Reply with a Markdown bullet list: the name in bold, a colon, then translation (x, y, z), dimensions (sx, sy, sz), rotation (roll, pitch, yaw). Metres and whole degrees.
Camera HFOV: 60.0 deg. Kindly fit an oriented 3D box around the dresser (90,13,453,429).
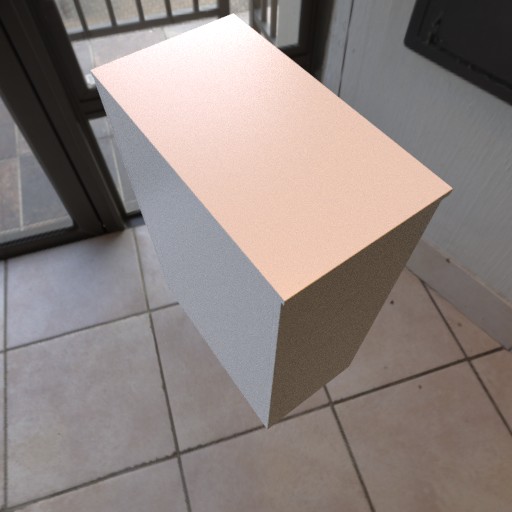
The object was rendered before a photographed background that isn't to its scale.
- **dresser**: translation (0.000, 0.000, 1.328), dimensions (0.401, 1.021, 0.704), rotation (-32, 63, -18)
